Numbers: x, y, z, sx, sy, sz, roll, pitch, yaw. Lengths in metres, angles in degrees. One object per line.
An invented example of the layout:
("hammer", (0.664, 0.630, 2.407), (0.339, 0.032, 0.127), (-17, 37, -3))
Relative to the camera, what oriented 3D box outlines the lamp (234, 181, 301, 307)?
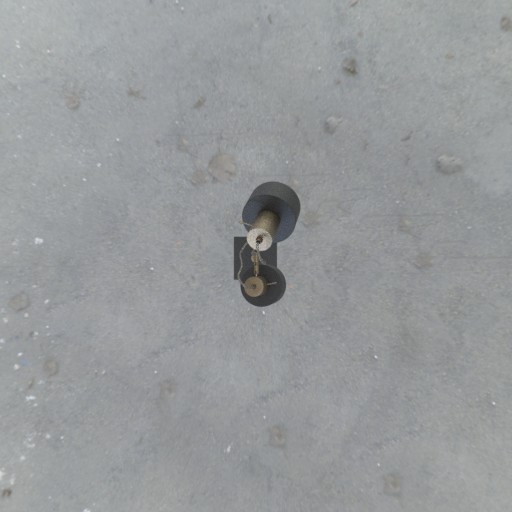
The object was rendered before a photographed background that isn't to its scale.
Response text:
("lamp", (0.000, 0.000, 1.653), (0.233, 1.505, 0.315), (0, 89, 0))
